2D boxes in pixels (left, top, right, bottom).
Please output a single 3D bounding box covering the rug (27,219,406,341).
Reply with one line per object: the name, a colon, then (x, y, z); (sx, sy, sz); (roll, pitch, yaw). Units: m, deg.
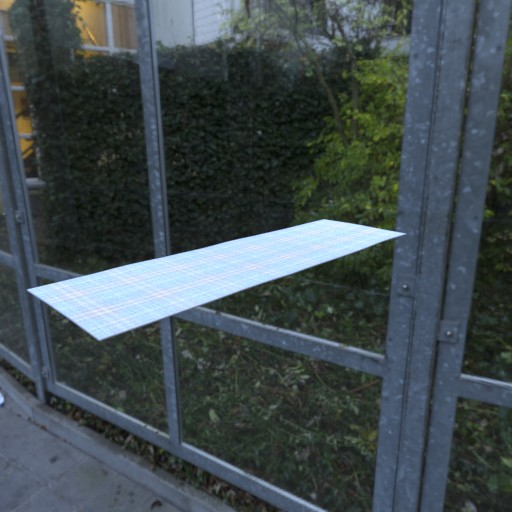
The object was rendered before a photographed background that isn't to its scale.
rug: (0.000, 0.000, 2.756); (0.762, 0.013, 2.439); (16, 22, 43)
